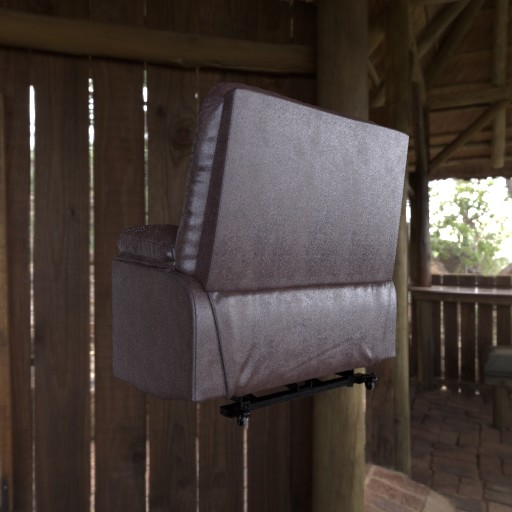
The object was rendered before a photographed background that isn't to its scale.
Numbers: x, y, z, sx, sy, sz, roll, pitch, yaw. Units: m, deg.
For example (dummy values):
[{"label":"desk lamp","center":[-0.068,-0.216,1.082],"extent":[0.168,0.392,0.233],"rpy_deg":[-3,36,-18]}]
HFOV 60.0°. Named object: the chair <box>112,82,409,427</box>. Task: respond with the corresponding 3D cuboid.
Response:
[{"label":"chair","center":[0.000,0.000,1.751],"extent":[0.940,1.041,0.879],"rpy_deg":[0,0,-37]}]
